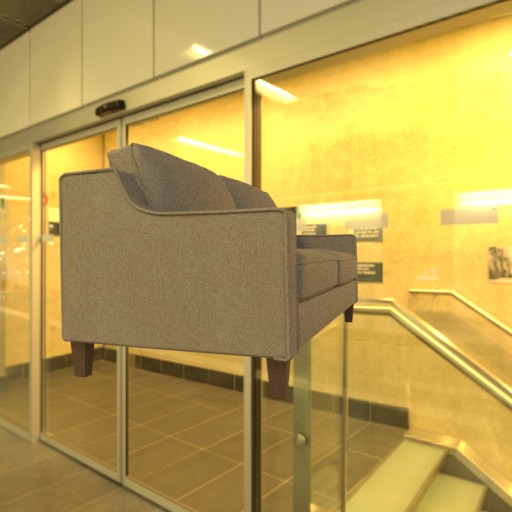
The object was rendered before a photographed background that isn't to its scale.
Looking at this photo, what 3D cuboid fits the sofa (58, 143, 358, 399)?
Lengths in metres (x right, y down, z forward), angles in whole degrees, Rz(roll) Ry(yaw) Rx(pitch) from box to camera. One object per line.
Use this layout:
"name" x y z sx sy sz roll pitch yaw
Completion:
"sofa" 0.000 0.000 2.783 1.073 1.074 2.181 0 0 19
